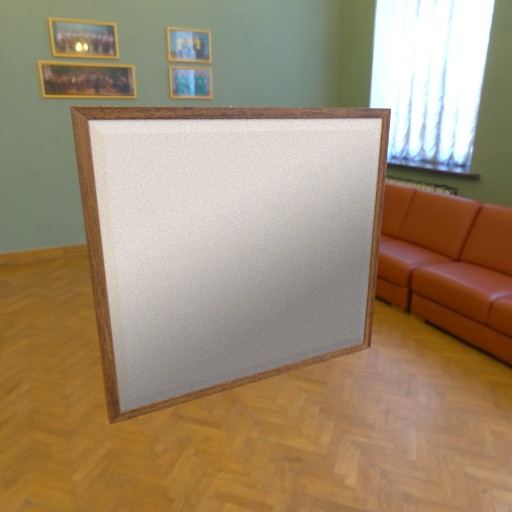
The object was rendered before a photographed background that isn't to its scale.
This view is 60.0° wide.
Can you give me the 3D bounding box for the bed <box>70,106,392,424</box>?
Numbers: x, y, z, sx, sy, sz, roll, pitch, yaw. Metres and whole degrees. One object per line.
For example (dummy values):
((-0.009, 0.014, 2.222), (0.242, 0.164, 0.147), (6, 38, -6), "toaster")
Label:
((0.000, 0.000, 1.478), (1.041, 0.940, 0.043), (-9, 20, -26), "bed")
